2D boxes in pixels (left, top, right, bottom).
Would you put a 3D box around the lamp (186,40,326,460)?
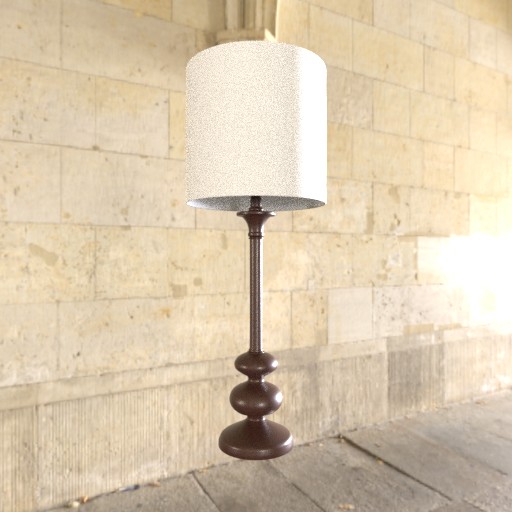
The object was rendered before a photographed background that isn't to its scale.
[{"bbox_3d":[0.000,0.000,0.811,0.254,0.690,0.254,0,0,17],"label":"lamp"}]
